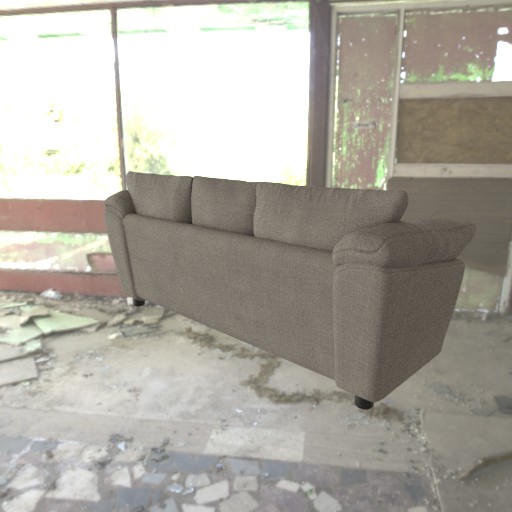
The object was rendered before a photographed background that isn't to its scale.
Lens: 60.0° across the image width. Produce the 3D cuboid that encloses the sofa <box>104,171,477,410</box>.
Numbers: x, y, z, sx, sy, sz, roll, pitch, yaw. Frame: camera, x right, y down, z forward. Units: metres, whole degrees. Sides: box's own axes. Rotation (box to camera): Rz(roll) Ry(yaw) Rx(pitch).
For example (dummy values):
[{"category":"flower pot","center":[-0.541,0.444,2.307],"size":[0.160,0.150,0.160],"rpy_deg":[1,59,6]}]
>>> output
[{"category":"sofa","center":[0.000,0.000,2.786],"size":[2.334,0.996,0.878],"rpy_deg":[13,19,43]}]
